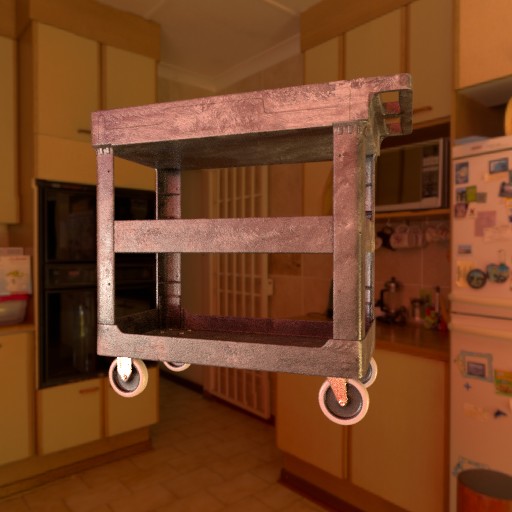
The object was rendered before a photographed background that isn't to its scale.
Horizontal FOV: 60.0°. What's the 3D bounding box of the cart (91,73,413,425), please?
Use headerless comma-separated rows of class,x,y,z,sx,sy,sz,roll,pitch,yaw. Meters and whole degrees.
cart,0.000,0.000,1.323,0.877,0.824,0.420,0,1,19
